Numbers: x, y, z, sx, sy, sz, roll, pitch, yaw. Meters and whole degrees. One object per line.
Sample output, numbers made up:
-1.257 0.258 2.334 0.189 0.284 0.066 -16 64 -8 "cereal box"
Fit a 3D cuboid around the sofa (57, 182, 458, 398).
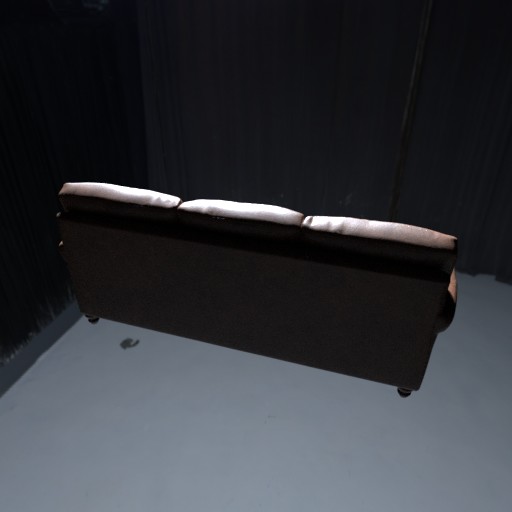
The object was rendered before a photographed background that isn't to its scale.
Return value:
0.000 0.000 2.840 2.351 0.977 0.973 10 32 16 "sofa"
